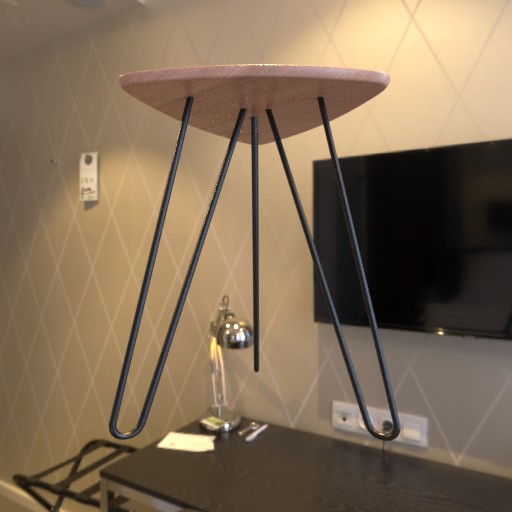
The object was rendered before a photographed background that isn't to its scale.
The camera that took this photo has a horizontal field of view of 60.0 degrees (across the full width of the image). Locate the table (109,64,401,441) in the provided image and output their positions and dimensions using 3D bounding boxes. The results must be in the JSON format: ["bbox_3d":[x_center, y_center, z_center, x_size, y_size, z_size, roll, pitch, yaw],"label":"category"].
[{"bbox_3d":[0.000,0.000,0.877,0.442,0.564,0.455,0,0,1],"label":"table"}]
